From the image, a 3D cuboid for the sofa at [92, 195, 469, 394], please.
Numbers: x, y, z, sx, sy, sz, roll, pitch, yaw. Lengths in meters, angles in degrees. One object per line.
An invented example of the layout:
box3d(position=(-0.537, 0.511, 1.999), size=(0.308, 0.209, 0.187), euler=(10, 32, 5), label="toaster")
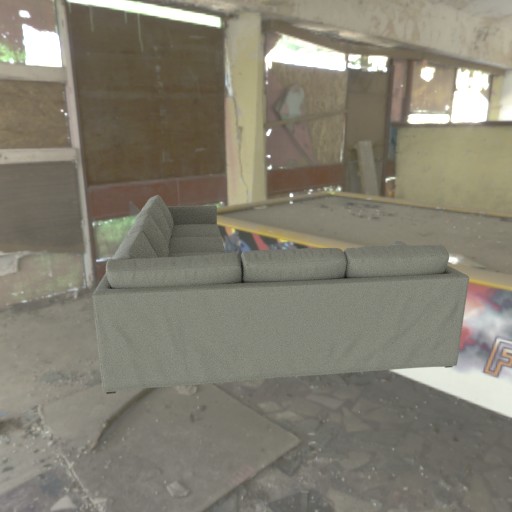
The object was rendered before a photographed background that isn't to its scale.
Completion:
box3d(position=(0.000, 0.000, 4.342), size=(2.432, 0.871, 3.182), euler=(-2, 16, -8), label="sofa")
